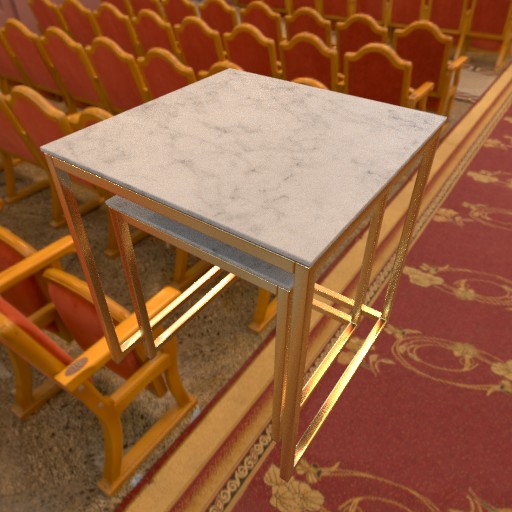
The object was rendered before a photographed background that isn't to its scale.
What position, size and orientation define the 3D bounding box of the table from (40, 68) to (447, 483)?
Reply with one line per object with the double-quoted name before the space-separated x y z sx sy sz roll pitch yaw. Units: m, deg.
"table" 0.000 0.000 0.842 0.450 0.500 0.450 24 45 26
